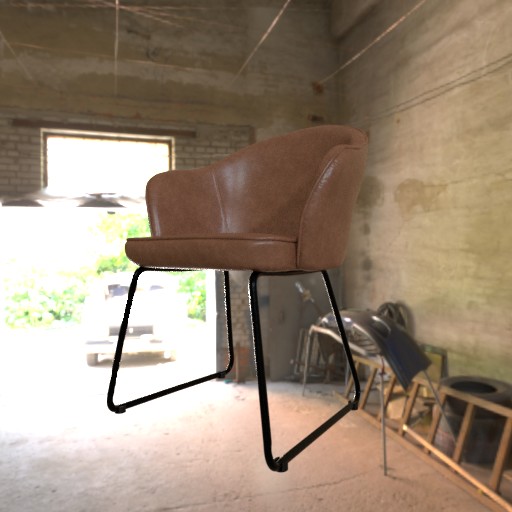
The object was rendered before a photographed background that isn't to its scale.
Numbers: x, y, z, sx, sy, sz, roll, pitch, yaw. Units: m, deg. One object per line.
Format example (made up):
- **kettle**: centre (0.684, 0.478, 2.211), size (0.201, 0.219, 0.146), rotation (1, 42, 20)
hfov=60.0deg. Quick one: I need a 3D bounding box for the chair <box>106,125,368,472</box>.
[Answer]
- **chair**: centre (0.000, 0.000, 1.162), size (0.582, 0.785, 0.580), rotation (1, 1, 36)
